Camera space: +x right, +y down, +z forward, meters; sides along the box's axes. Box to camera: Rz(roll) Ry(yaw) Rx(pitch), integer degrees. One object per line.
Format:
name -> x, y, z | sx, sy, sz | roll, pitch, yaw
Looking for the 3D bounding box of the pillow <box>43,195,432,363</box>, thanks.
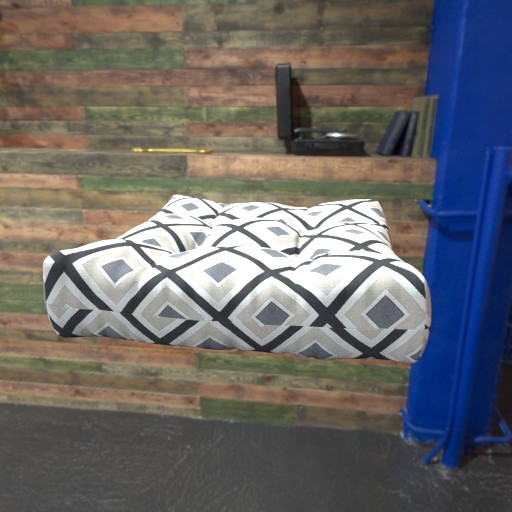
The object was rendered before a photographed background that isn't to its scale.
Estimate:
pillow -> 0.000, 0.000, 0.727 | 0.468, 0.128, 0.490 | 2, 17, 8
